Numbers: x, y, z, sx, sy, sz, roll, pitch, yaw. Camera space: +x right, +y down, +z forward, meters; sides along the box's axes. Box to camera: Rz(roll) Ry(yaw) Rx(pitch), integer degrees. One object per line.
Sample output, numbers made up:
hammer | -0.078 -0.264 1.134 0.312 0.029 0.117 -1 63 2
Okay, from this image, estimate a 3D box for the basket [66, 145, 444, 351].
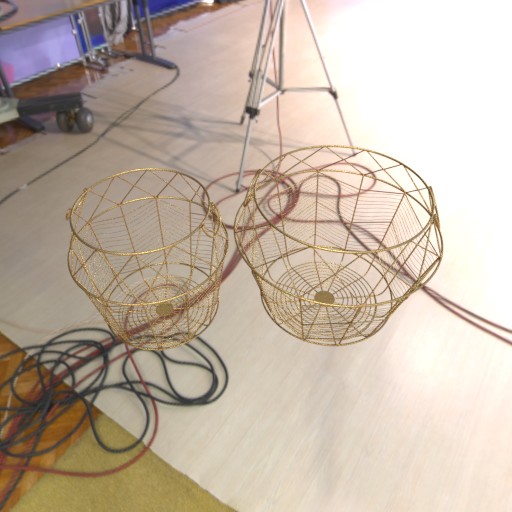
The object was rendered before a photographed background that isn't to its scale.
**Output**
basket | 0.000 0.000 1.015 0.805 0.343 0.451 -3 44 -3
